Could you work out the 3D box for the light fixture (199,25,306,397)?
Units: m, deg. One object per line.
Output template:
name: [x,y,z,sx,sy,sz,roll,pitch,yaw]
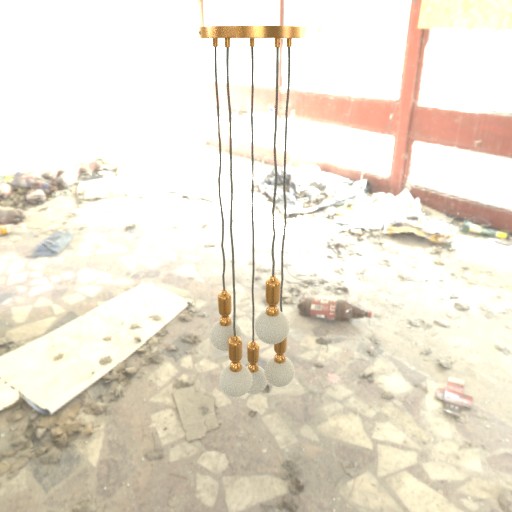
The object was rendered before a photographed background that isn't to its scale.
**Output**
light fixture: [0.000,0.000,0.498,0.105,0.457,0.108,-8,27,-17]
